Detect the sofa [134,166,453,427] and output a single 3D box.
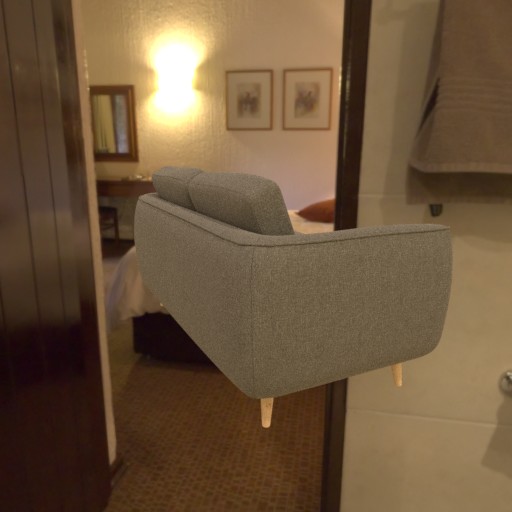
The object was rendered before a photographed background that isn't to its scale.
[{"bbox_3d":[0.000,0.000,2.218,0.920,0.870,1.700,-7,15,-26],"label":"sofa"}]
